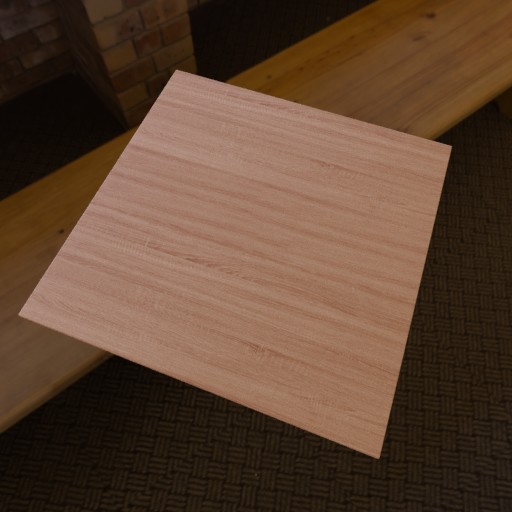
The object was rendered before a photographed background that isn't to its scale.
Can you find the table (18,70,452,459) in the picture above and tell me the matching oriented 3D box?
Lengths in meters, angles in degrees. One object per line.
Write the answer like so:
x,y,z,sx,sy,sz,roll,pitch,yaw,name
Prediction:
0.000,0.000,1.027,0.670,0.305,0.670,19,65,9,table
